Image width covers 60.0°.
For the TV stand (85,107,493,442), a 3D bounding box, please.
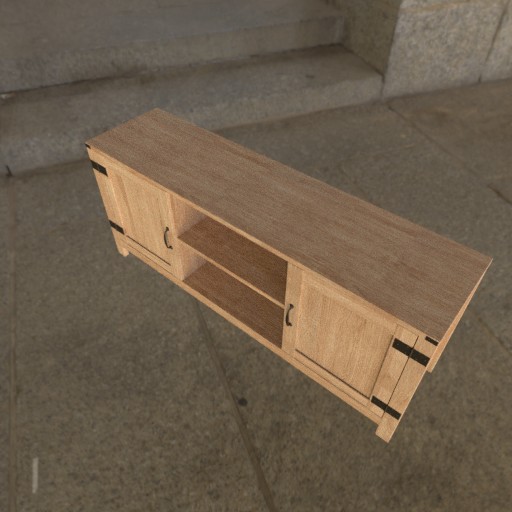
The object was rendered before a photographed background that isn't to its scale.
[{"bbox_3d":[0.000,0.000,1.729,1.466,0.610,0.398,30,52,27],"label":"TV stand"}]
